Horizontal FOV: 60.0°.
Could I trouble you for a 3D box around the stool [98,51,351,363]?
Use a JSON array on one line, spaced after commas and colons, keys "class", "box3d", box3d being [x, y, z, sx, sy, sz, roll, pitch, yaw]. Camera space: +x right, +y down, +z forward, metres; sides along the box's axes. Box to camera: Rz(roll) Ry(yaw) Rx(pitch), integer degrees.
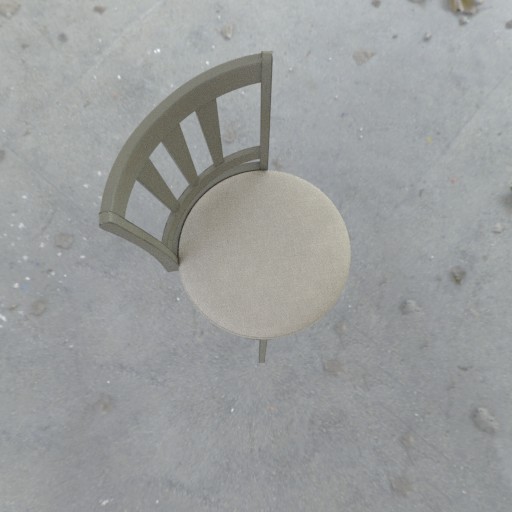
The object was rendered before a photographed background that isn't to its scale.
[{"class": "stool", "box3d": [0.000, 0.000, 1.231, 0.486, 0.994, 0.450, 40, 79, 9]}]
